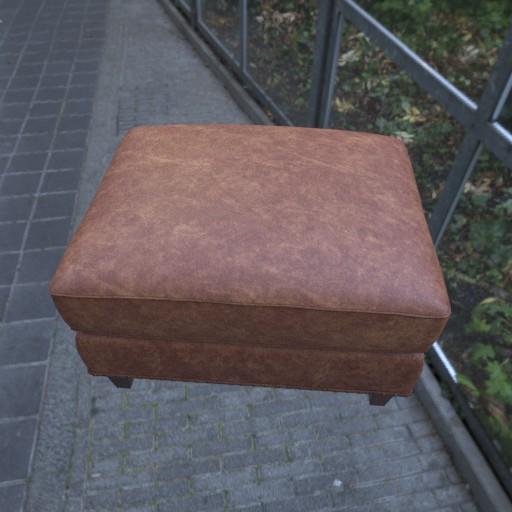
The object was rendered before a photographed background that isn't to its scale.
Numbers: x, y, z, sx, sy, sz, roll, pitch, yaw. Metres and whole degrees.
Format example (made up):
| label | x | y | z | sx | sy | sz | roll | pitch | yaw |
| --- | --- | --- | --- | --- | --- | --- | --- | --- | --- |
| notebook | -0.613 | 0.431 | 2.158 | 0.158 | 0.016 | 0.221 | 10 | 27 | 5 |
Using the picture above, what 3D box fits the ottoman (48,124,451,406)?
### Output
| label | x | y | z | sx | sy | sz | roll | pitch | yaw |
| --- | --- | --- | --- | --- | --- | --- | --- | --- | --- |
| ottoman | 0.000 | 0.000 | 1.106 | 0.742 | 0.486 | 0.586 | 3 | 47 | 3 |
